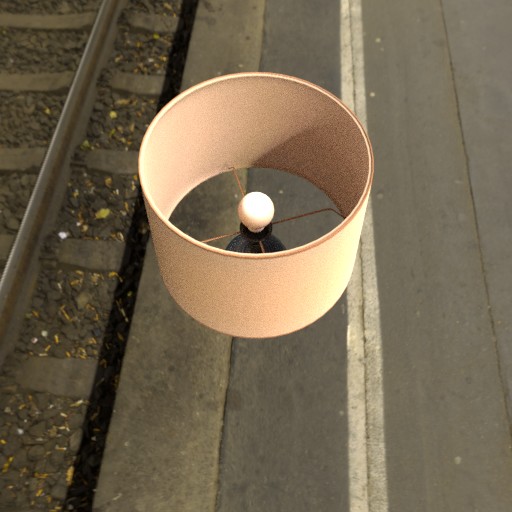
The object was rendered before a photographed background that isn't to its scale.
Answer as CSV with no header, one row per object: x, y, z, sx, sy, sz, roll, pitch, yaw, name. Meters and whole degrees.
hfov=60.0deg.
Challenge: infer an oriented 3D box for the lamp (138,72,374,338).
0.000,0.000,0.875,0.367,0.609,0.367,0,63,0,lamp
